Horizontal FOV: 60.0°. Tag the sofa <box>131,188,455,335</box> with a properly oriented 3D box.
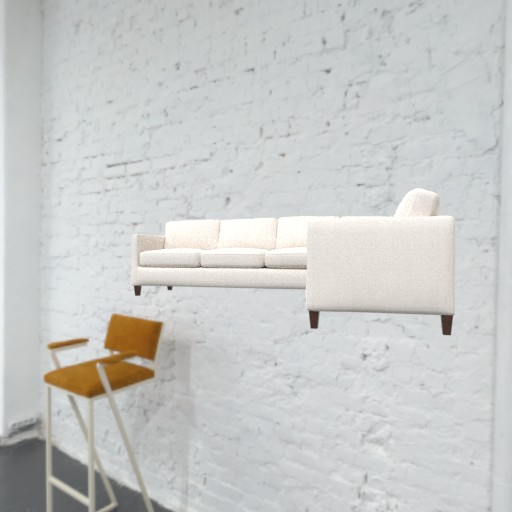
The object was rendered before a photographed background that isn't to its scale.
[{"bbox_3d":[0.000,0.000,4.364,3.302,0.947,2.593,0,1,16],"label":"sofa"}]
